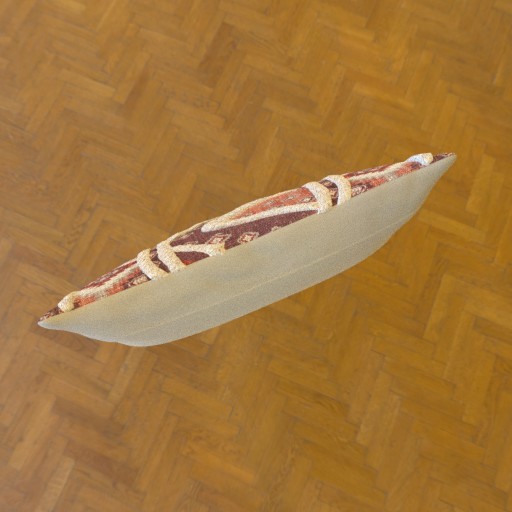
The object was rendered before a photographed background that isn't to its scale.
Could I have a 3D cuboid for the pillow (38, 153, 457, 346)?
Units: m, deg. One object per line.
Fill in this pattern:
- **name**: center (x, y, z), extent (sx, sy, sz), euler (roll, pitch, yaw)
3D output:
- **pillow**: center (0.000, 0.000, 0.727), extent (0.608, 0.295, 0.161), euler (-22, 77, -5)
